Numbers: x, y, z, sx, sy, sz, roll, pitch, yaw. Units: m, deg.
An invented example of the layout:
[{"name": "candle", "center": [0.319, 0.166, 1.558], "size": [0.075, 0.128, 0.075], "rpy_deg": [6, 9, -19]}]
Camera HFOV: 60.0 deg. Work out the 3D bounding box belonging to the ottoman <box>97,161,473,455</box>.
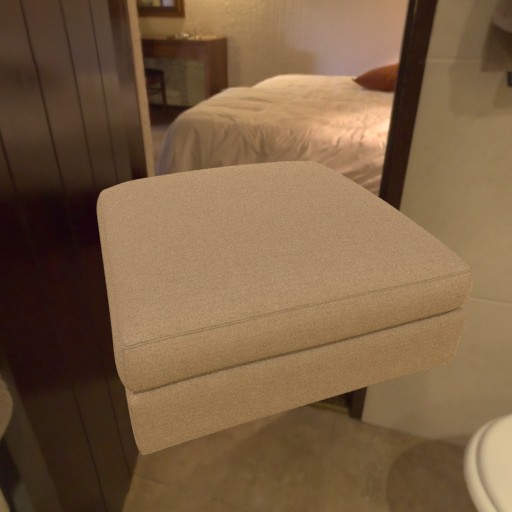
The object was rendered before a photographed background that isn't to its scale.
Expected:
[{"name": "ottoman", "center": [0.000, 0.000, 1.604], "size": [1.041, 0.470, 1.041], "rpy_deg": [-10, 32, -17]}]
